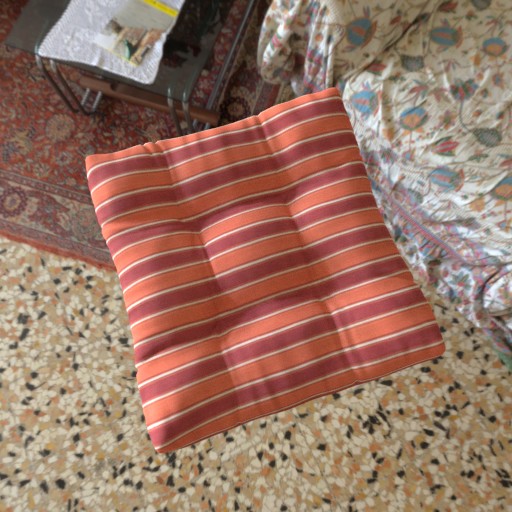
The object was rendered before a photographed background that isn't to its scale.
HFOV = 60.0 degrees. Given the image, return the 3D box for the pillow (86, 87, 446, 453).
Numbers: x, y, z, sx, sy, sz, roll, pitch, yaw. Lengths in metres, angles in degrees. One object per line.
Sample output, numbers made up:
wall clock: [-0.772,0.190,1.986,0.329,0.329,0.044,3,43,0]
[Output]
pillow: [0.000,0.000,0.730,0.468,0.133,0.490,-17,76,-5]
